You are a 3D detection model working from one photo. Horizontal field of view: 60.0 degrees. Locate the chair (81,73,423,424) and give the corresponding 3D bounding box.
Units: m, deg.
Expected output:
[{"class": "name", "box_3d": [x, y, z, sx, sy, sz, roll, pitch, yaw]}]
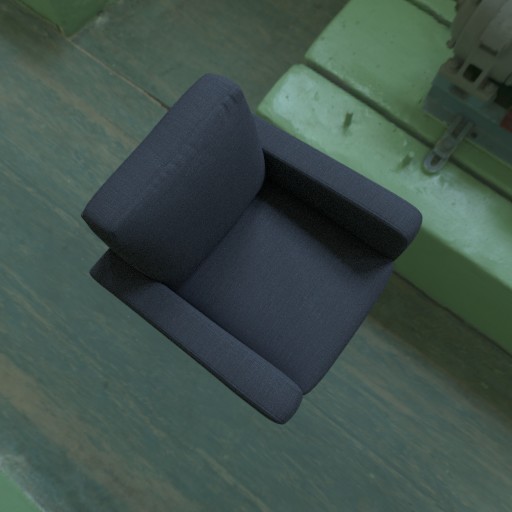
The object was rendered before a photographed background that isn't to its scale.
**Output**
[{"class": "chair", "box_3d": [0.000, 0.000, 1.514, 0.863, 0.855, 0.798, 36, 77, 10]}]
